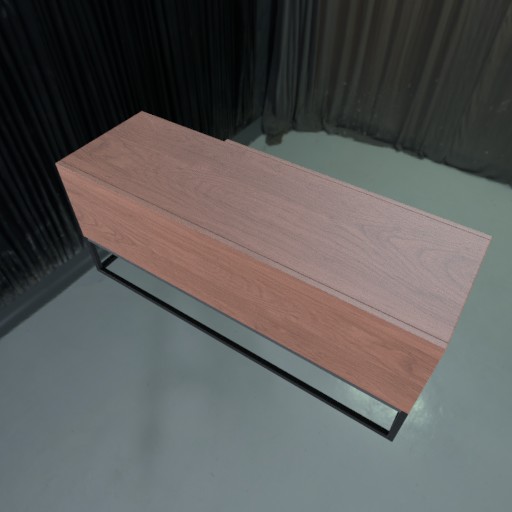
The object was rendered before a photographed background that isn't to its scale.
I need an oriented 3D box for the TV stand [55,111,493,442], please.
[{"bbox_3d":[0.000,0.000,1.434,1.200,0.500,0.415,25,52,22],"label":"TV stand"}]
